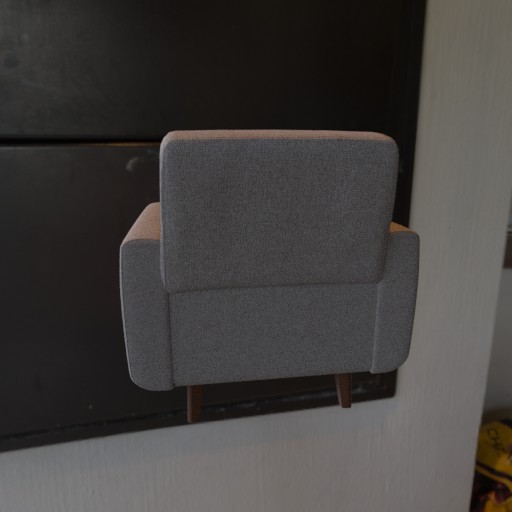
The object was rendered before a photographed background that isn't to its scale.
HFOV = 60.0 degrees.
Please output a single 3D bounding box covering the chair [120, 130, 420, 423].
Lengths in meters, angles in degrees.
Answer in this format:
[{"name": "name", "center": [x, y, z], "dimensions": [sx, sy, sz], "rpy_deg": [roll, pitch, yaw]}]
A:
[{"name": "chair", "center": [0.000, 0.000, 1.568], "dimensions": [0.831, 0.839, 0.907], "rpy_deg": [-2, 14, -9]}]
